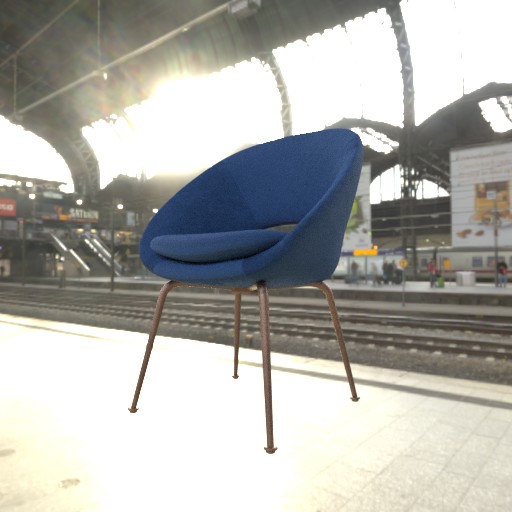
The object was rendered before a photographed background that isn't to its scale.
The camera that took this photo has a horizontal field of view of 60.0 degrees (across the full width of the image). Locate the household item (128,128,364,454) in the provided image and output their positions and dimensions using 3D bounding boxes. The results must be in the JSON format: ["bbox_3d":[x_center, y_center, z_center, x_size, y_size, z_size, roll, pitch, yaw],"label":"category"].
[{"bbox_3d":[0.000,0.000,1.303,0.623,0.852,0.573,-1,-2,36],"label":"household item"}]
